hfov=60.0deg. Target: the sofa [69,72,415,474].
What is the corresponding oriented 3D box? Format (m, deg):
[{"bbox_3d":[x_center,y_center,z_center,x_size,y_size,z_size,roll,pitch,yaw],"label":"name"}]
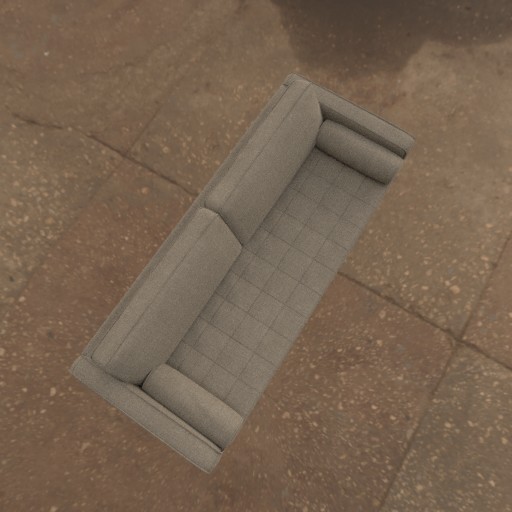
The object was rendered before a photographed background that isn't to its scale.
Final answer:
[{"bbox_3d":[0.000,0.000,2.631,0.914,0.762,2.211,32,76,9],"label":"sofa"}]
